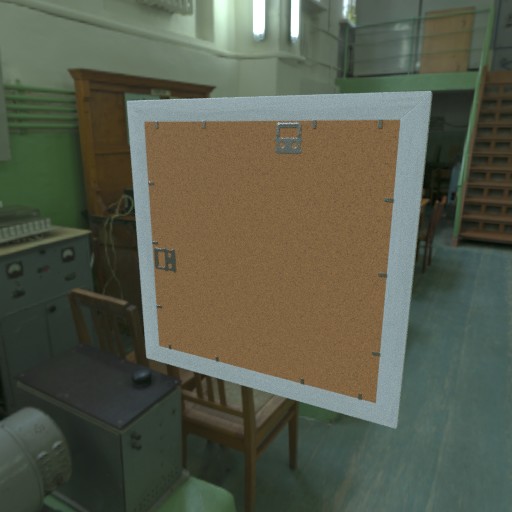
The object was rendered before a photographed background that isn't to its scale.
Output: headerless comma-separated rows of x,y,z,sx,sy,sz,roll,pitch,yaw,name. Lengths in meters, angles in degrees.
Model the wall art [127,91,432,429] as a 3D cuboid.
0.000,0.000,0.864,0.584,0.584,0.013,8,18,26,wall art
